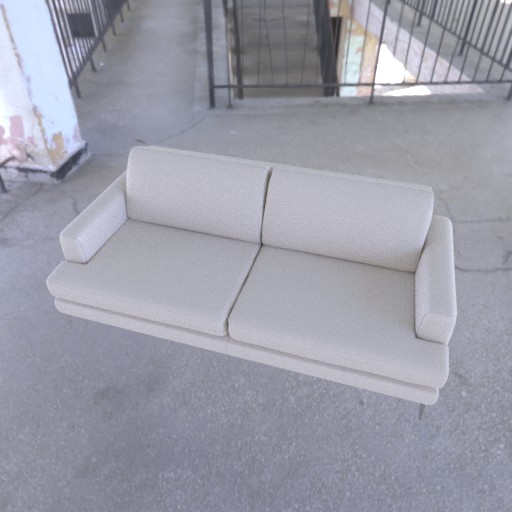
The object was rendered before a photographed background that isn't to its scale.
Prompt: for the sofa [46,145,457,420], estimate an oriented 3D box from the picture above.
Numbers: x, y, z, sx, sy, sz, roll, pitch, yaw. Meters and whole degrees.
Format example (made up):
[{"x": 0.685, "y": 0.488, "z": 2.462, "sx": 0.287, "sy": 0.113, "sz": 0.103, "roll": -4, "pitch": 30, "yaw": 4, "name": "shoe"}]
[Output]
[{"x": 0.000, "y": 0.000, "z": 2.341, "sx": 1.940, "sy": 0.765, "sz": 0.974, "roll": 11, "pitch": 42, "yaw": 13, "name": "sofa"}]
